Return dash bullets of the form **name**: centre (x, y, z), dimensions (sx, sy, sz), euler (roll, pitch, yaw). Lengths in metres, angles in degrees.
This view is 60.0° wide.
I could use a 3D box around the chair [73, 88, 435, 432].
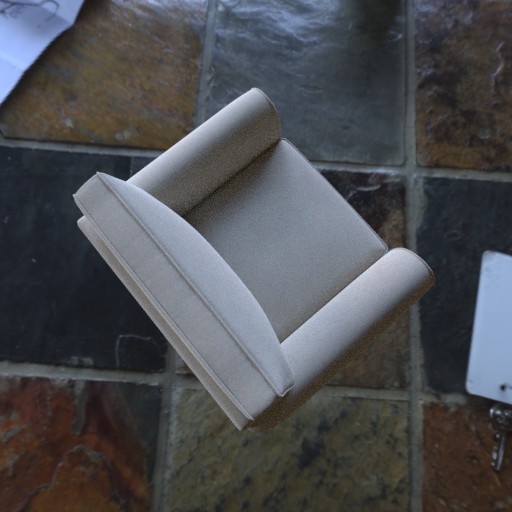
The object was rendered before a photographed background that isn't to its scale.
- **chair**: centre (0.000, 0.000, 1.731), dimensions (0.863, 0.955, 1.040), euler (-39, 80, -8)
